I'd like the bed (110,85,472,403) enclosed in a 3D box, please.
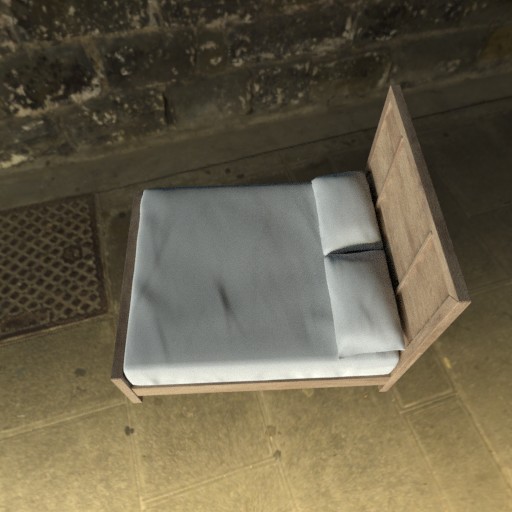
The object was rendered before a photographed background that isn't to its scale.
[{"bbox_3d":[0.000,0.000,3.225,2.017,1.631,1.615,-2,58,-1],"label":"bed"}]
